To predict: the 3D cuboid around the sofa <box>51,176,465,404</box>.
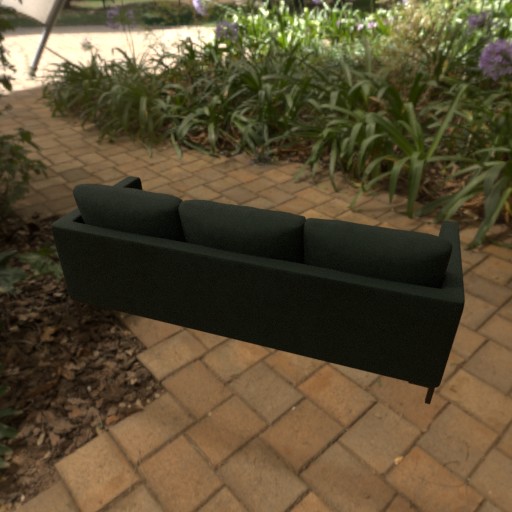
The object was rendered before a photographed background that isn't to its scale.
[{"bbox_3d":[0.000,0.000,2.678,2.218,0.870,0.859,10,33,16],"label":"sofa"}]
